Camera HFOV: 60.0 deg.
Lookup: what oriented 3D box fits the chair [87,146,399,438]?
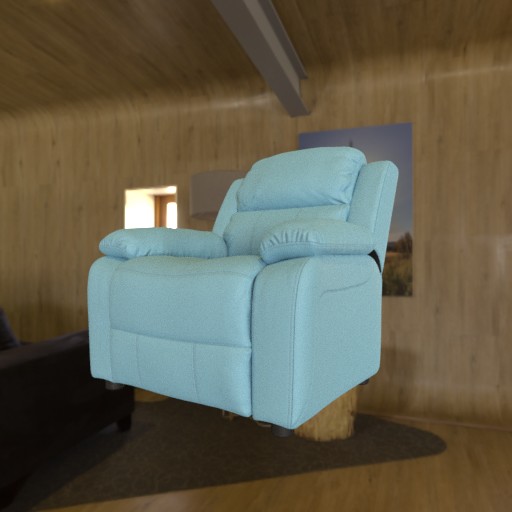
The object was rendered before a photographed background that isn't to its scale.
[{"bbox_3d":[0.000,0.000,1.250,0.680,0.702,0.709,0,0,35],"label":"chair"}]
